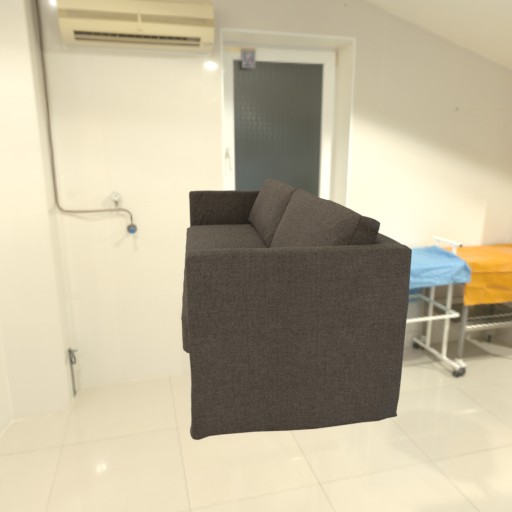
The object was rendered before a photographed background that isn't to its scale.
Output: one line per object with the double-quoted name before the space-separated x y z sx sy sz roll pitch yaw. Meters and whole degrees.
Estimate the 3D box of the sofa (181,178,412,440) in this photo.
"sofa" 0.000 0.000 3.268 1.036 0.998 2.779 -2 14 -8
